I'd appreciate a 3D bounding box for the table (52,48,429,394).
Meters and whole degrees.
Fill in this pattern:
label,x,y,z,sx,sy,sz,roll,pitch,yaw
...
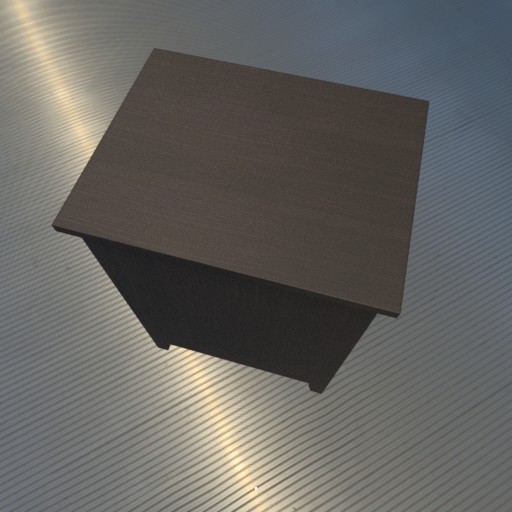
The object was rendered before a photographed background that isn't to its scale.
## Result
label,x,y,z,sx,sy,sz,roll,pitch,yaw
table,0.000,0.000,0.947,0.480,0.635,0.381,14,63,7
